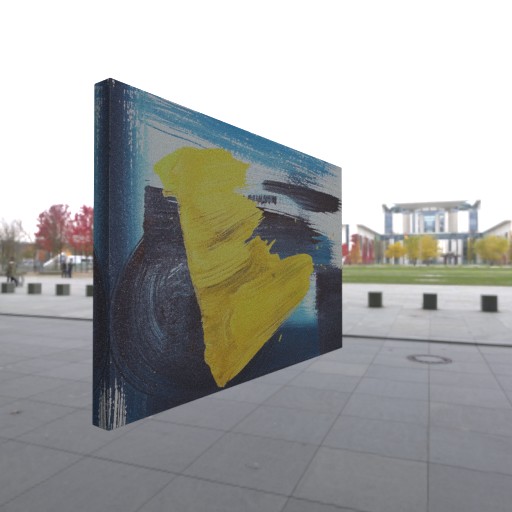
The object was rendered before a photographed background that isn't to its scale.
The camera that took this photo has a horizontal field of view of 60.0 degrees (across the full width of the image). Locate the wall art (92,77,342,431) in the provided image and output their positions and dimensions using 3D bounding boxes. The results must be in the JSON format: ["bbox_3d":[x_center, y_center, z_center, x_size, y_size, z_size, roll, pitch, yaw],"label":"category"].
[{"bbox_3d":[0.000,0.000,0.762,0.033,0.406,0.609,-1,-1,36],"label":"wall art"}]
